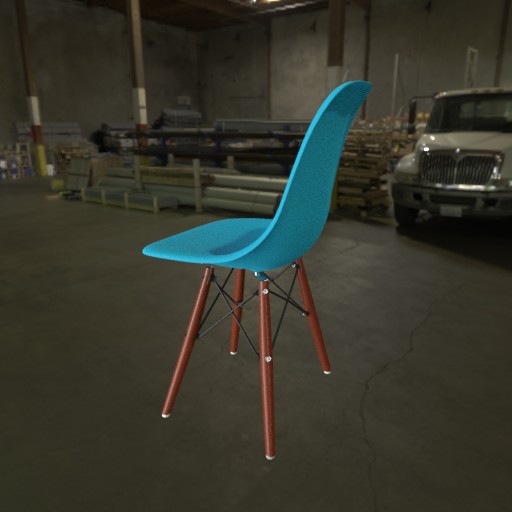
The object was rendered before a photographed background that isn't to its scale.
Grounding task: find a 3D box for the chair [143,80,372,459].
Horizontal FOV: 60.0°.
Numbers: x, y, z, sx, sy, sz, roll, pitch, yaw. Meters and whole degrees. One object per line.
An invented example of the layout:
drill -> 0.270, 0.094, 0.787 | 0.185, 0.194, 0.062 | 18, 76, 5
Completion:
chair -> 0.000, 0.000, 1.158 | 0.533, 0.826, 0.470 | 7, 17, 24
